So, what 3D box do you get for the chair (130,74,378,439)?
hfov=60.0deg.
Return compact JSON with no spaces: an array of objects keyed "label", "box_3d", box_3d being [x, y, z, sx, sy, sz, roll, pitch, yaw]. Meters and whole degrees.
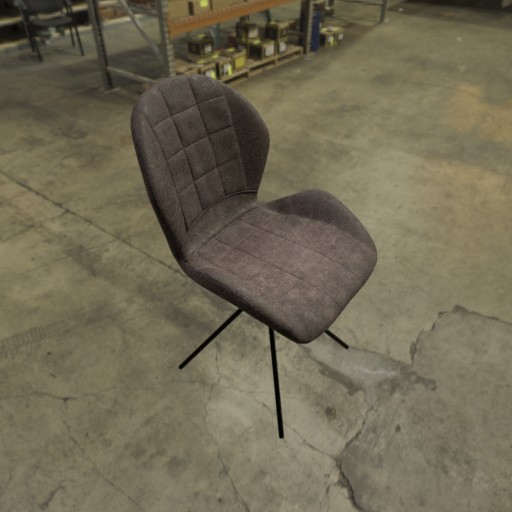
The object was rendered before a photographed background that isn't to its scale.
[{"label":"chair","box_3d":[0.000,0.000,1.338,0.640,0.934,0.527,26,46,27]}]
